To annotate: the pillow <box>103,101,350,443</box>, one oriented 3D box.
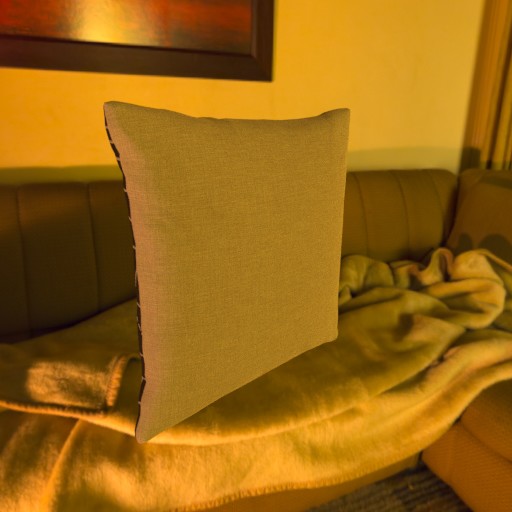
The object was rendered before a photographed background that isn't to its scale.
[{"bbox_3d":[0.000,0.000,0.785,0.517,0.508,0.158,-16,23,-42],"label":"pillow"}]
